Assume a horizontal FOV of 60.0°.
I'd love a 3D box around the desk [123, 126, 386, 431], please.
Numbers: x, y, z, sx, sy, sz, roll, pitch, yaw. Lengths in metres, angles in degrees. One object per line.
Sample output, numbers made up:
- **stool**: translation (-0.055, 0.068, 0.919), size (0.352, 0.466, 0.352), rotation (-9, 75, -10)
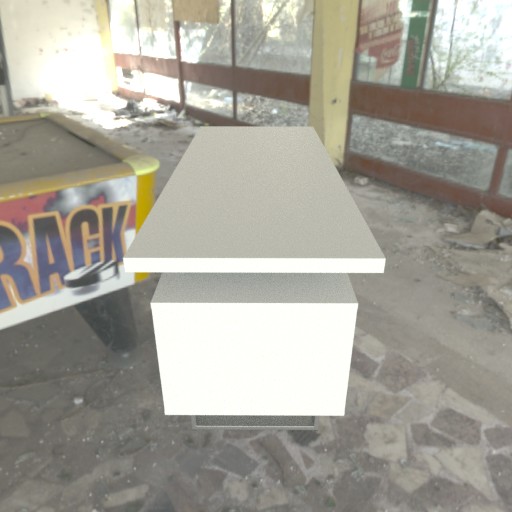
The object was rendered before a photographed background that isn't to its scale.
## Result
- **desk**: translation (0.000, 0.000, 1.871), size (0.603, 0.773, 1.530), rotation (0, 27, 0)
